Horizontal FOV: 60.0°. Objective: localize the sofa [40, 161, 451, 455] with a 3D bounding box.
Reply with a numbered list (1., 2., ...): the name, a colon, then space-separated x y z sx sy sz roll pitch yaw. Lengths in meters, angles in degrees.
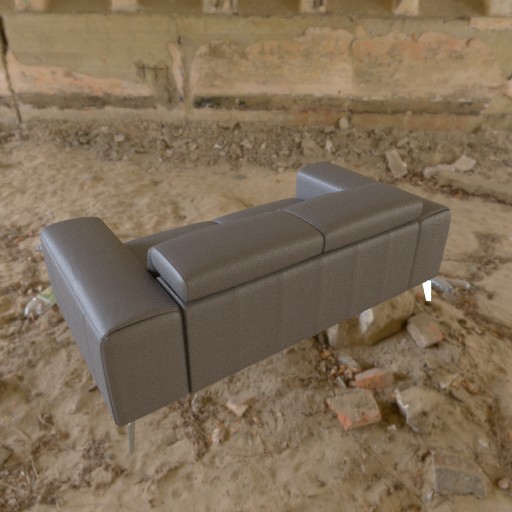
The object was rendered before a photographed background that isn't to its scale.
1. sofa: 0.000 0.000 2.384 1.930 0.753 1.024 -19 34 -29
